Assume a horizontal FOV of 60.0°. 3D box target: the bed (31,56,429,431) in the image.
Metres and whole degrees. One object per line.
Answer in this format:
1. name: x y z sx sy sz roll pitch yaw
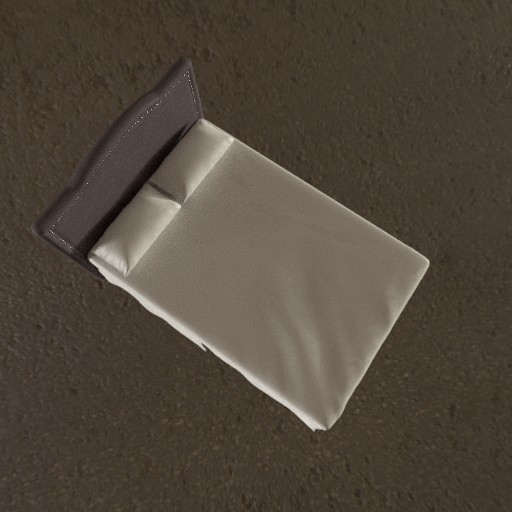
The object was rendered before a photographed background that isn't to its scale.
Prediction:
1. bed: 0.000 0.000 3.535 2.507 1.441 1.741 34 77 9
